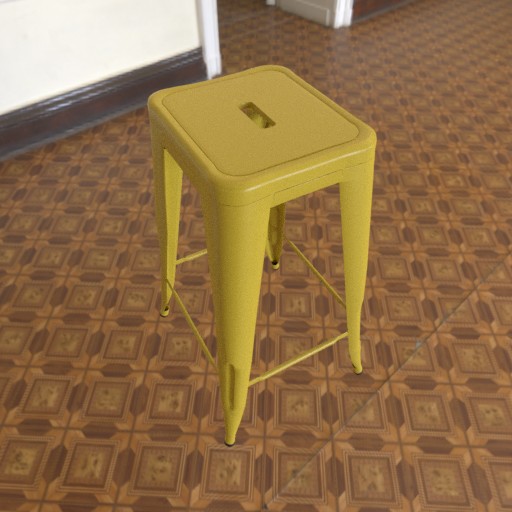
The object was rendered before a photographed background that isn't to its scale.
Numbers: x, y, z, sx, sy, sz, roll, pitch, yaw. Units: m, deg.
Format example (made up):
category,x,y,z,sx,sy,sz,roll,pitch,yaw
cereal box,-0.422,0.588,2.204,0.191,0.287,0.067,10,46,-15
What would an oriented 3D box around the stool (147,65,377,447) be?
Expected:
category,x,y,z,sx,sy,sz,roll,pitch,yaw
stool,0.000,0.000,0.871,0.359,0.609,0.399,-22,50,-20
